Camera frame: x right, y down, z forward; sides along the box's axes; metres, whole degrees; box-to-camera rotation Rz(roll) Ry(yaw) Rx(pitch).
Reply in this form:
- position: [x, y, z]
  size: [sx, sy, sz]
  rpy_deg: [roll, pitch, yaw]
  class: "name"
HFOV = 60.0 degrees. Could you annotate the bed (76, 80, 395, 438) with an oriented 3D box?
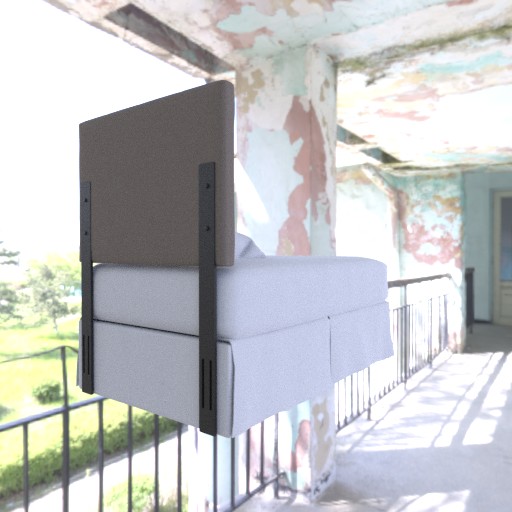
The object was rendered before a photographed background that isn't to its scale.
- position: [0.000, 0.000, 3.040]
  size: [1.261, 1.571, 1.997]
  rpy_deg: [1, 1, 37]
  class: "bed"
